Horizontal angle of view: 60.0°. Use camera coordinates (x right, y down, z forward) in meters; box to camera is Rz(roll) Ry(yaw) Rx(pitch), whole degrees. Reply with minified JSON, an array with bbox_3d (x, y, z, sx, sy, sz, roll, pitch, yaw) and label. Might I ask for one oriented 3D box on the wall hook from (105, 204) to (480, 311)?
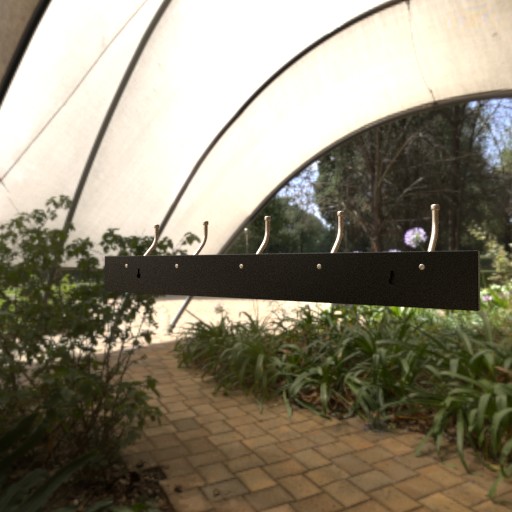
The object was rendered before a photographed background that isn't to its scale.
[{"bbox_3d":[0.000,0.000,0.624,0.571,0.117,0.071,-1,-1,34],"label":"wall hook"}]
